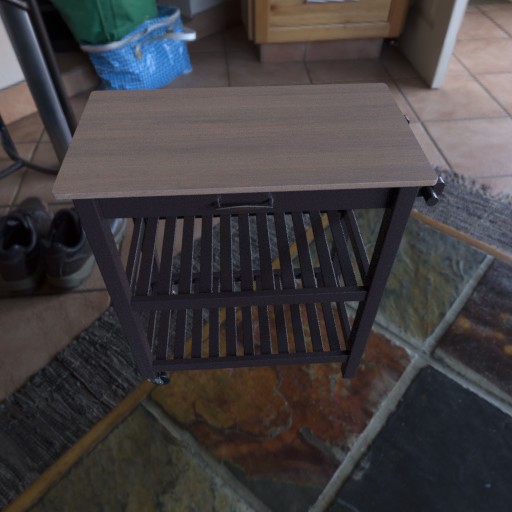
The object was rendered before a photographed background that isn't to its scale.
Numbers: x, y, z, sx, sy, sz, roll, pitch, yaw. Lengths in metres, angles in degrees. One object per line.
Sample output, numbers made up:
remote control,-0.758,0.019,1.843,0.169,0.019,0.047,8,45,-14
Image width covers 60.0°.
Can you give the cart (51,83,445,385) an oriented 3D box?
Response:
cart,0.000,0.000,1.445,0.899,0.927,0.457,-2,47,-2
